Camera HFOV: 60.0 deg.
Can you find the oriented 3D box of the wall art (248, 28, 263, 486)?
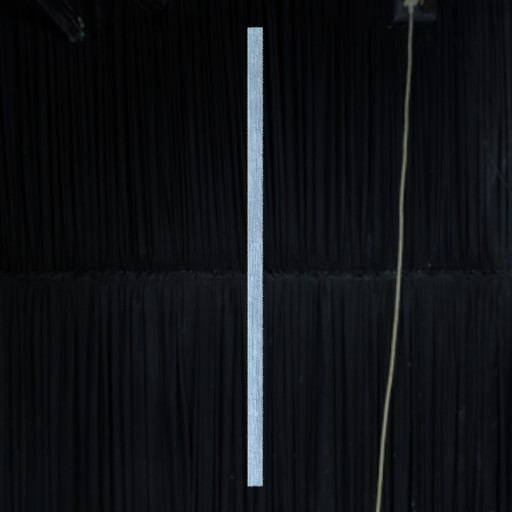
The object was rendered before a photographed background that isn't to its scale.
[{"bbox_3d":[0.000,0.000,0.833,0.020,0.613,0.481,0,1,0],"label":"wall art"}]
